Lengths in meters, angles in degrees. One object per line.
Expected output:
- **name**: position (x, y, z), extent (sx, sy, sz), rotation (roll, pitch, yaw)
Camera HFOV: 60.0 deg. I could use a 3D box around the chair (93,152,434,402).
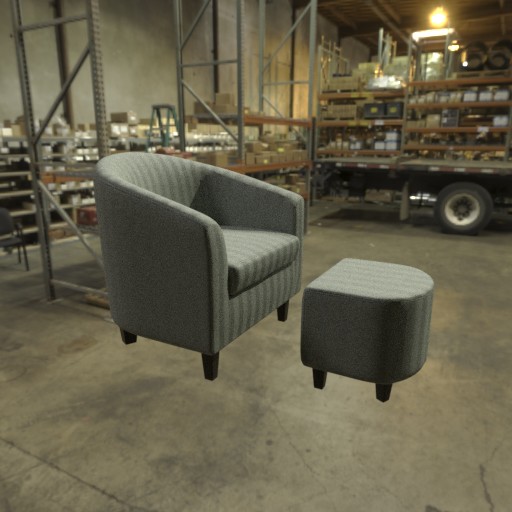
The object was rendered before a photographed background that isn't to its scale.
- **chair**: position (0.000, 0.000, 1.698), extent (1.288, 0.757, 0.756), rotation (8, 17, 28)
